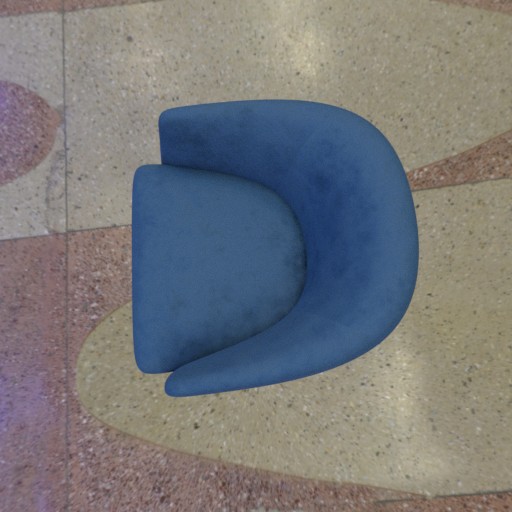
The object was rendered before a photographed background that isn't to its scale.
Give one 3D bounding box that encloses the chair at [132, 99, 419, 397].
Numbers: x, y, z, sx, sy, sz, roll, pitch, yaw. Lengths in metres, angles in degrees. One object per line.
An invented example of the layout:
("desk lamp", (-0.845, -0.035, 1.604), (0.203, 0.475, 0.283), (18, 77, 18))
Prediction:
("chair", (0.000, 0.000, 1.362), (0.767, 0.698, 0.773), (-4, 76, -1))
